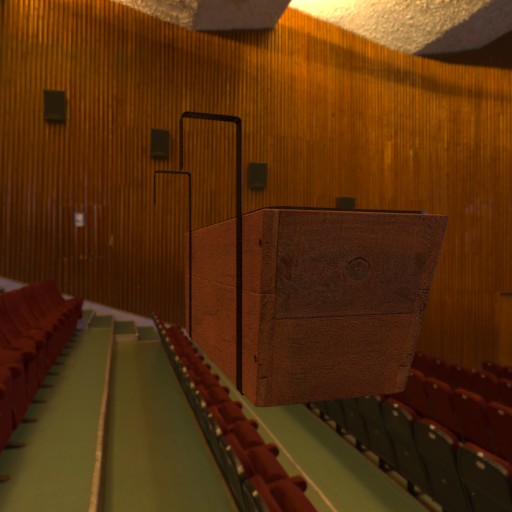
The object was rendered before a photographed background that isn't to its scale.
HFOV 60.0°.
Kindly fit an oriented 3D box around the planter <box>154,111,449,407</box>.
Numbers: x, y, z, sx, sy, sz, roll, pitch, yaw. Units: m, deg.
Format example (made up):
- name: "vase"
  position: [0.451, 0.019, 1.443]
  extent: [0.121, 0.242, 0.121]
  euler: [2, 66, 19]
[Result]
- name: "planter"
  position: [0.000, 0.000, 0.641]
  extent: [0.262, 0.289, 0.480]
  euler: [0, 0, -18]
